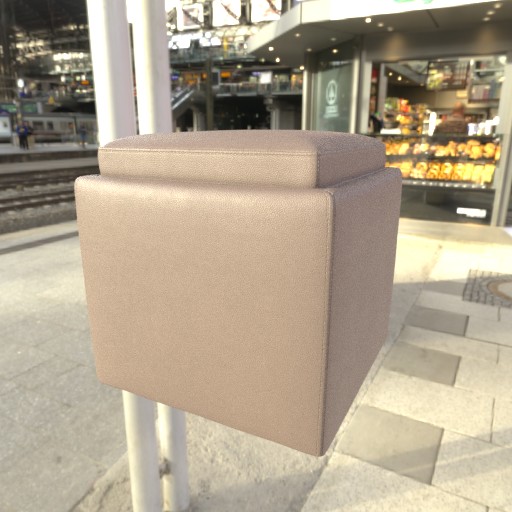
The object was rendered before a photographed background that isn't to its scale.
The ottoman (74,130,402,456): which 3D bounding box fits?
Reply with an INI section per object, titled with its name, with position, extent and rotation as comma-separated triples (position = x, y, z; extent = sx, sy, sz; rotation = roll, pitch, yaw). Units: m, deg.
[ottoman]
position = 0.000, 0.000, 0.840
extent = 0.450, 0.460, 0.451
rotation = 8, 18, 26
